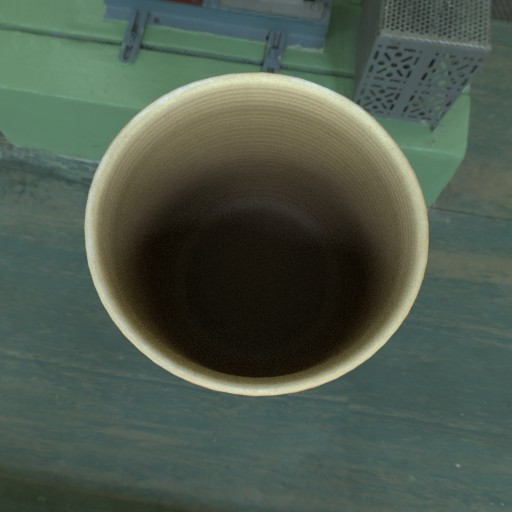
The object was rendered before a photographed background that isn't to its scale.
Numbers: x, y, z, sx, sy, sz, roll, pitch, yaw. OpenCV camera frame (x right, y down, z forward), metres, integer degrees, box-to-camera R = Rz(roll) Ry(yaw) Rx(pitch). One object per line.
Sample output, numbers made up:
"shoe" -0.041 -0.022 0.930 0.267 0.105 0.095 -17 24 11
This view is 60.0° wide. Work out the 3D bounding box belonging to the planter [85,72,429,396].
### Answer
"planter" 0.000 0.000 0.281 0.170 0.152 0.170 0 75 0
